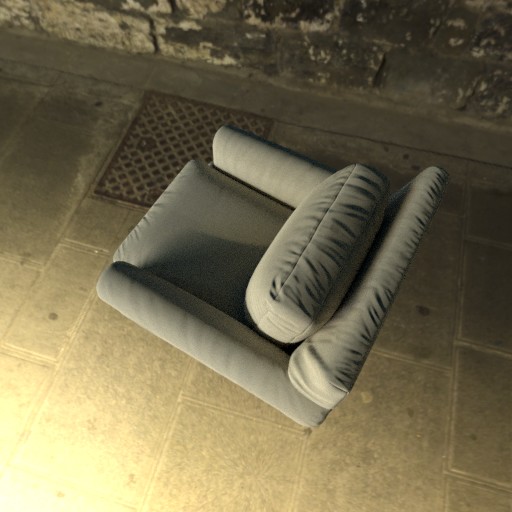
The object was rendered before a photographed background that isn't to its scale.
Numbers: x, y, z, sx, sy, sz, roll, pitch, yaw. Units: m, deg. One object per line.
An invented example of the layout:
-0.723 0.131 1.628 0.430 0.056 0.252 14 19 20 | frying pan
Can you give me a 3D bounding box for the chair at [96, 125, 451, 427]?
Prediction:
0.000 0.000 1.758 1.066 0.866 0.940 28 67 13 | chair
